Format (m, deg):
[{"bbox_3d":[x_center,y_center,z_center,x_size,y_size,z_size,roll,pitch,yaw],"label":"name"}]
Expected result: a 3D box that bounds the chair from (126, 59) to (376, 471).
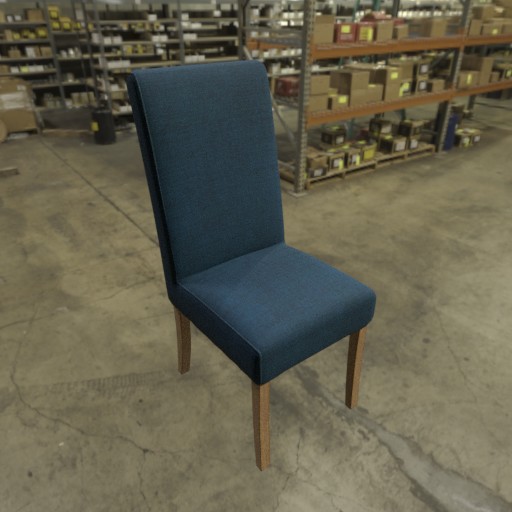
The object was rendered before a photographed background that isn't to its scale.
[{"bbox_3d":[0.000,0.000,1.350,0.450,1.029,0.610,-21,36,-31],"label":"chair"}]
